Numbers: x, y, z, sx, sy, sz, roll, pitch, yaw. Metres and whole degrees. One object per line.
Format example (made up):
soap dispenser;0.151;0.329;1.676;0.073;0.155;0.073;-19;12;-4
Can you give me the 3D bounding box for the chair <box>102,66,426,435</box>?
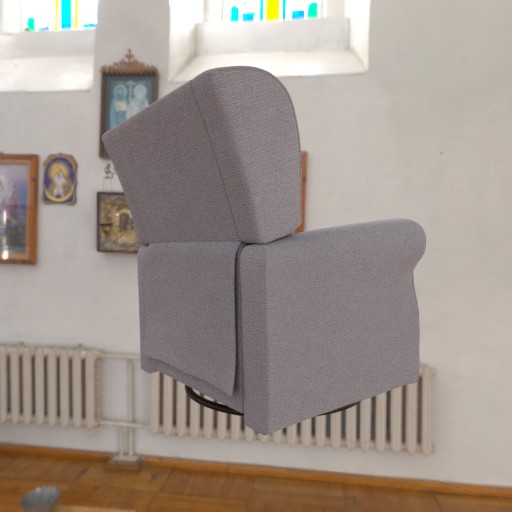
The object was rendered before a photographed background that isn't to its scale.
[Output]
chair;0.000;0.000;1.589;0.854;0.966;0.906;-1;1;-37
